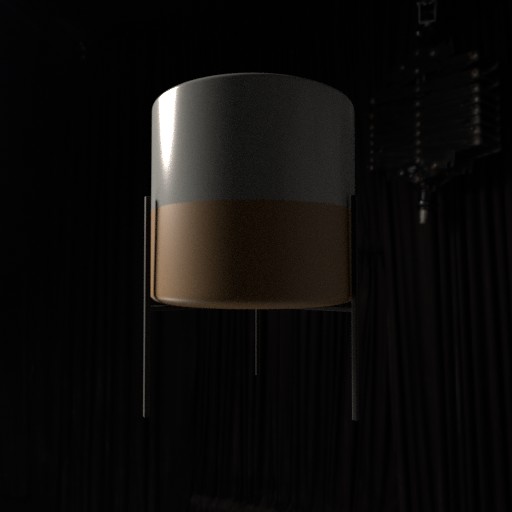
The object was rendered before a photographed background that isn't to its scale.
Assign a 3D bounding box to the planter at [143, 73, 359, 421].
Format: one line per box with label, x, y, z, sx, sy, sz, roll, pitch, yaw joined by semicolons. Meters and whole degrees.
planter;0.000;0.000;0.672;0.310;0.432;0.310;-1;-2;18
